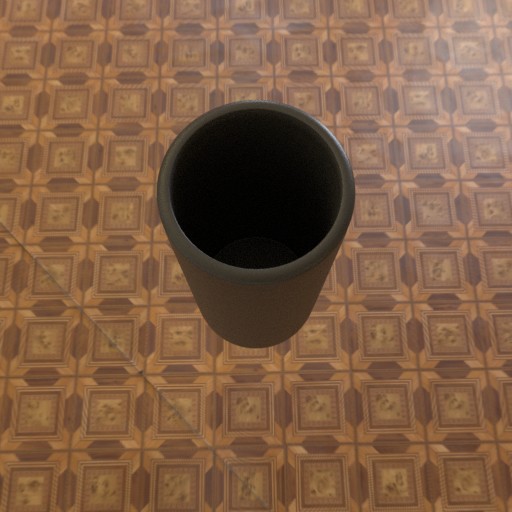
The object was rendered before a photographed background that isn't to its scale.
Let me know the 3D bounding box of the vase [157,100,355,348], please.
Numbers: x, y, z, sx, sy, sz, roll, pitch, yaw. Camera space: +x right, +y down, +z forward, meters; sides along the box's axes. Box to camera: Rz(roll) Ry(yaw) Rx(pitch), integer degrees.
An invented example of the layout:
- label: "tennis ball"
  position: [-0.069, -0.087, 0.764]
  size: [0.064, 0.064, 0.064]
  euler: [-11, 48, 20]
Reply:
- label: "vase"
  position: [0.000, 0.000, 0.372]
  size: [0.136, 0.289, 0.136]
  euler: [-32, 77, -8]
